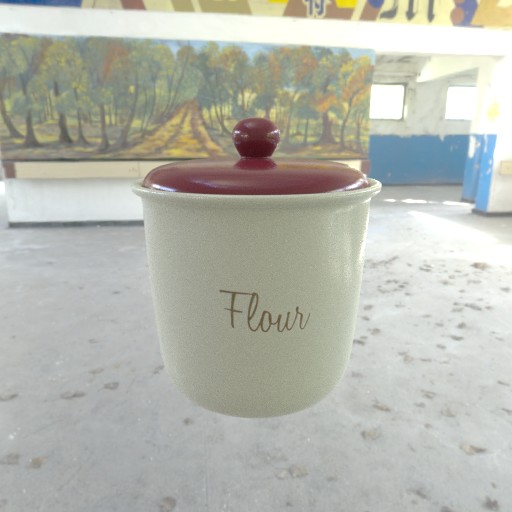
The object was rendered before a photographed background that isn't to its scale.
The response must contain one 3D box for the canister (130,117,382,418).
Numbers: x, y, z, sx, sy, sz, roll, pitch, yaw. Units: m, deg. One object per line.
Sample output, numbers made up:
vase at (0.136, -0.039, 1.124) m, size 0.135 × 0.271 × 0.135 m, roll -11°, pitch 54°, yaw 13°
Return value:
canister at (0.000, 0.000, 0.347) m, size 0.182 × 0.208 × 0.182 m, roll 0°, pitch 15°, yaw 0°
